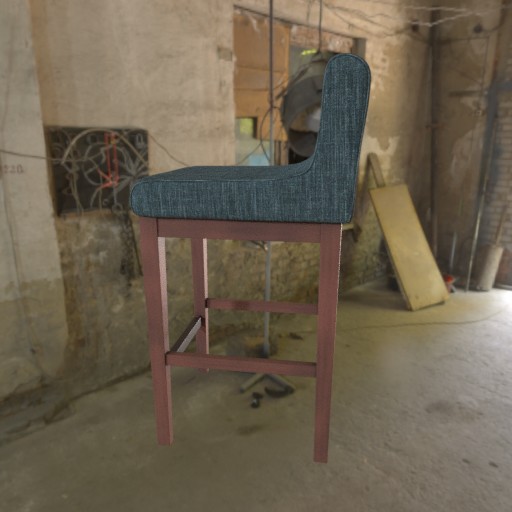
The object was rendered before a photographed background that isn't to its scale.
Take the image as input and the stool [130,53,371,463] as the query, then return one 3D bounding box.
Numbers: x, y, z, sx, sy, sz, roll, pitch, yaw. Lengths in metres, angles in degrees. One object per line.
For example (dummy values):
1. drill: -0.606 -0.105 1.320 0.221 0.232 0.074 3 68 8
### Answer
1. stool: 0.000 0.000 1.059 0.459 0.835 0.395 2 16 9
